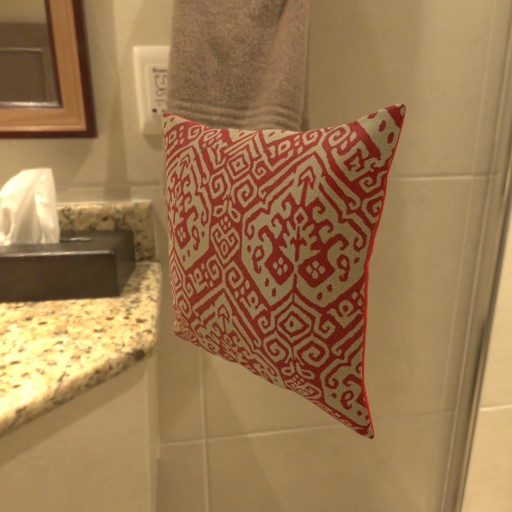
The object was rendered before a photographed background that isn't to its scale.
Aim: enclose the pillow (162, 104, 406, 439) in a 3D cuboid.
[{"bbox_3d":[0.000,0.000,0.803,0.522,0.507,0.192,15,22,41],"label":"pillow"}]
